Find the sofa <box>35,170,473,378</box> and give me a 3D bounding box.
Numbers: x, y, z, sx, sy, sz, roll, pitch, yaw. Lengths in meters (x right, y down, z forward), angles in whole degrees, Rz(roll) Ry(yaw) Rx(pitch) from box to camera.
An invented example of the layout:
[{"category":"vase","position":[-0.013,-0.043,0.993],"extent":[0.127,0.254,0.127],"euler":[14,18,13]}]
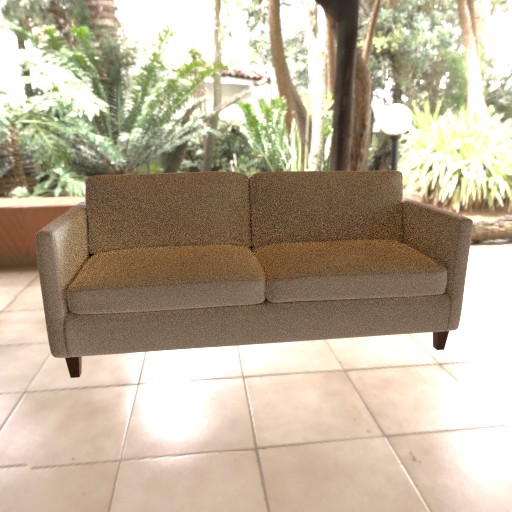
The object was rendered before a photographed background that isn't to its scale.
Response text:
[{"category":"sofa","position":[0.000,0.000,2.580],"extent":[2.139,0.933,0.924],"euler":[-2,16,-8]}]
